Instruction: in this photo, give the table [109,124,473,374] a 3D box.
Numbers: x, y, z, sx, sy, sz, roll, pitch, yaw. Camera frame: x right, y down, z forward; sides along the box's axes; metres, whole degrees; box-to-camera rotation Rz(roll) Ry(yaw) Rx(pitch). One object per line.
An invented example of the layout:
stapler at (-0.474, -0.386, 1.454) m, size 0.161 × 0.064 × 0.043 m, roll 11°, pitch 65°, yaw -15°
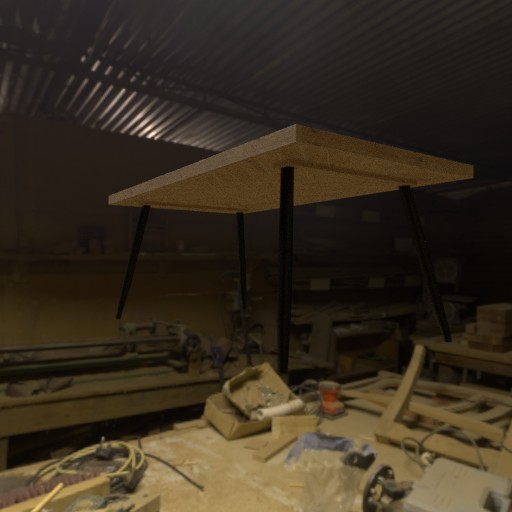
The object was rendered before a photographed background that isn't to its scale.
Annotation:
table at (0.000, 0.000, 2.334) m, size 0.991 × 0.762 × 1.803 m, roll 0°, pitch -1°, yaw -35°
